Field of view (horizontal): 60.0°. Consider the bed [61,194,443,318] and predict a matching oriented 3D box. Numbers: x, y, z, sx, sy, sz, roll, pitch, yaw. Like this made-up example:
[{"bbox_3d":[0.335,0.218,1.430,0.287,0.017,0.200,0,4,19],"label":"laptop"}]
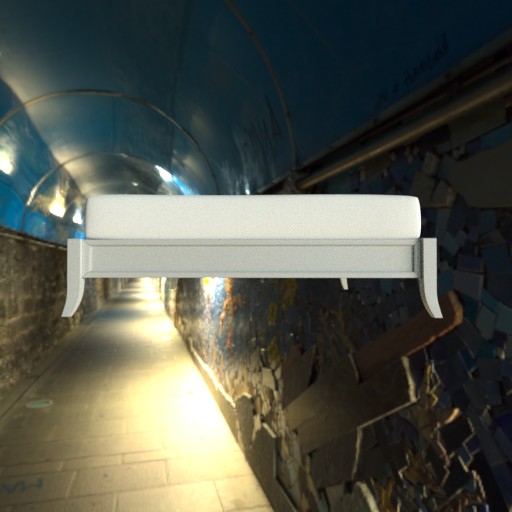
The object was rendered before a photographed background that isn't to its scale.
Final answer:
[{"bbox_3d":[0.000,0.000,2.688,1.460,0.510,1.985,0,-1,1],"label":"bed"}]
